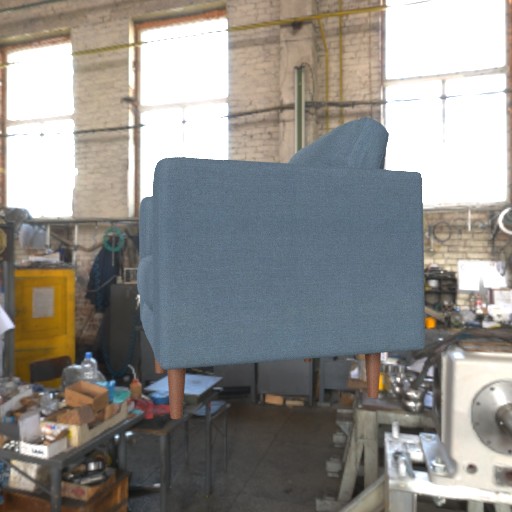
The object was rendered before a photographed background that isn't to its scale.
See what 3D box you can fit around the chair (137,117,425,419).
[{"bbox_3d":[0.000,0.000,1.605,0.820,0.922,0.855,0,0,-17],"label":"chair"}]
